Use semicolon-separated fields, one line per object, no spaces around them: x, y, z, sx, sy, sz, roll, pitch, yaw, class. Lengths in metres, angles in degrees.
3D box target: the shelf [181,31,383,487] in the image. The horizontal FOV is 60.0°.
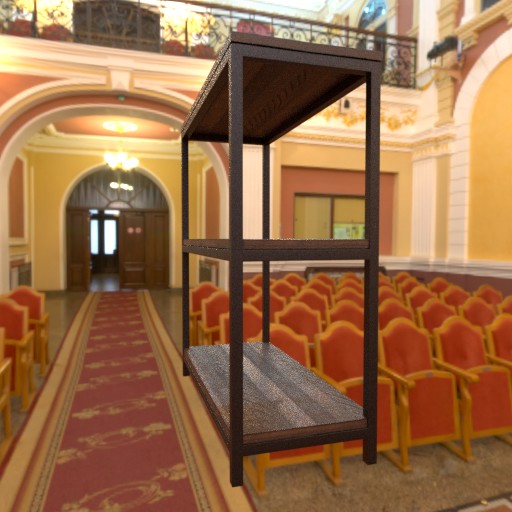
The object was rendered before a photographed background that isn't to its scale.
0.000;0.000;1.360;0.352;0.947;0.822;-1;2;-17;shelf
